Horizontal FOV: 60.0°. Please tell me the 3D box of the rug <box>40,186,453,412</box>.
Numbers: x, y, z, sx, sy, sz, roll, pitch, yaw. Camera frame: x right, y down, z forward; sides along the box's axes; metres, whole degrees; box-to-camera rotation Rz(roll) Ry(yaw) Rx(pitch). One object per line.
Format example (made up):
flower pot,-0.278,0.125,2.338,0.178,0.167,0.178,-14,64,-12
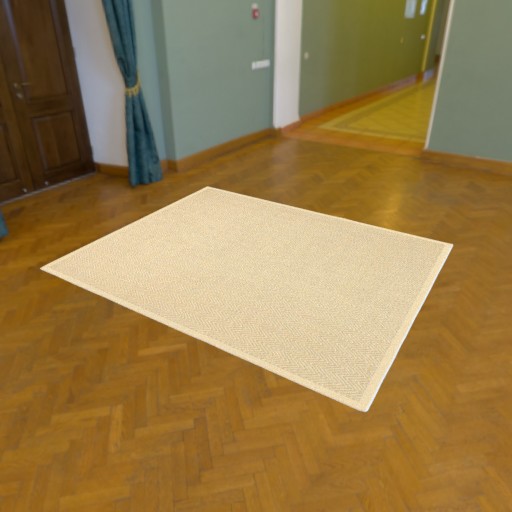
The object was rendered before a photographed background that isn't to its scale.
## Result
rug,0.000,0.000,4.111,3.009,0.019,2.423,17,34,28
